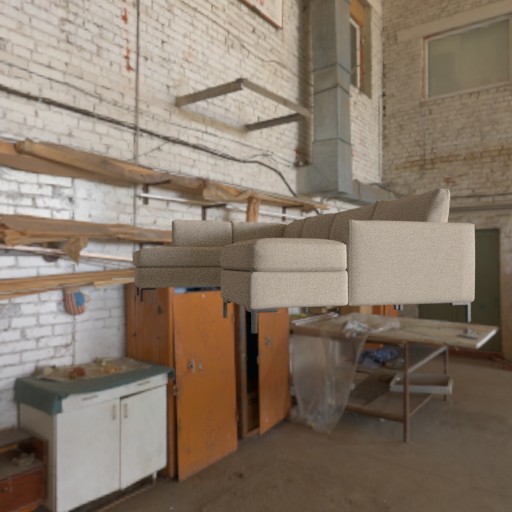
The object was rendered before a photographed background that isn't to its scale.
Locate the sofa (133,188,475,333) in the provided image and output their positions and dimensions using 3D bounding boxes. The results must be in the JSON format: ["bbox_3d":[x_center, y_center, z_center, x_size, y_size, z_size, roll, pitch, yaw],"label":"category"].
[{"bbox_3d":[0.000,0.000,3.883,1.989,0.862,2.984,0,-1,-18],"label":"sofa"}]
